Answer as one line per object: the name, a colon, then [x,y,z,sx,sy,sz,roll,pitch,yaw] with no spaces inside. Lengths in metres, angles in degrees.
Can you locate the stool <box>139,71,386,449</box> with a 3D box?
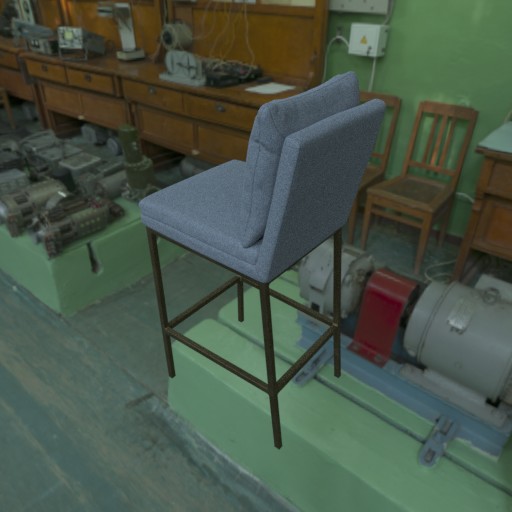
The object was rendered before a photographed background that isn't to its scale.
stool: [0.000,0.000,1.465,0.569,1.130,0.463,23,39,32]
